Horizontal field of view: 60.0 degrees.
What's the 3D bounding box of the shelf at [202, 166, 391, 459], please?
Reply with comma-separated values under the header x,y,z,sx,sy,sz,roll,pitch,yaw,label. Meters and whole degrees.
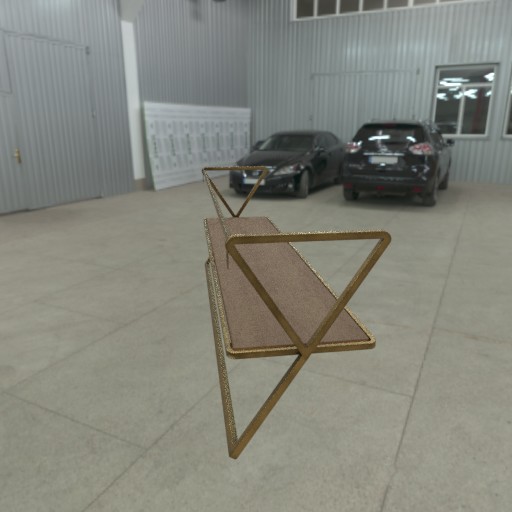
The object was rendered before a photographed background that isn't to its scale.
x,y,z,sx,sy,sz,roll,pitch,yaw,label
0.000,0.000,0.723,0.150,0.229,0.645,-2,17,-8,shelf
